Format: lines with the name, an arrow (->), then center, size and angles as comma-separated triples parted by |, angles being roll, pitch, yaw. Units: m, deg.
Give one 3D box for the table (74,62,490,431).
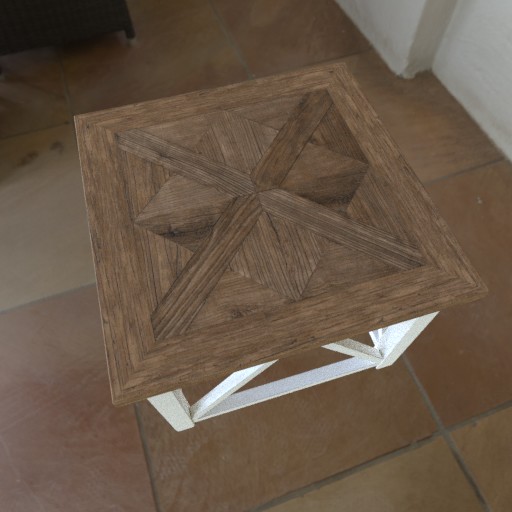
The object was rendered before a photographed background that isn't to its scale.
table -> 0.000, 0.000, 1.172 | 0.700, 0.532, 0.700 | -15, 61, -8
